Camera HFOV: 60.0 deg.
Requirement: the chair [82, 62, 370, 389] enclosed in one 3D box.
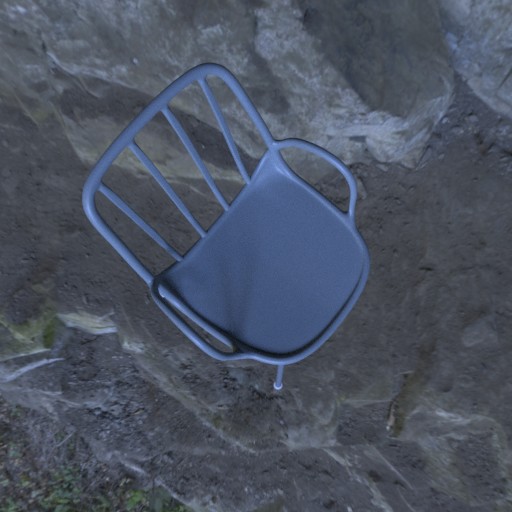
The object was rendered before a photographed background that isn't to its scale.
[{"bbox_3d":[0.000,0.000,1.213,0.597,0.816,0.549,38,79,9],"label":"chair"}]
